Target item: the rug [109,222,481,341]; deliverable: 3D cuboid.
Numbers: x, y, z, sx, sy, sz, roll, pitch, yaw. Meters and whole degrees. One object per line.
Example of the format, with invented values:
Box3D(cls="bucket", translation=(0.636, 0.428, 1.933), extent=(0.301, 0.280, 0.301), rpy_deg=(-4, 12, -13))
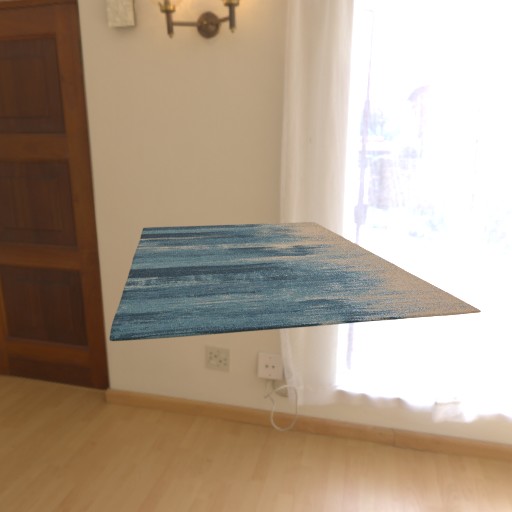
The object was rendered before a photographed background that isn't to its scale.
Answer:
Box3D(cls="rug", translation=(0.000, 0.000, 2.266), extent=(1.232, 0.009, 1.836), rpy_deg=(-3, 14, -11))
